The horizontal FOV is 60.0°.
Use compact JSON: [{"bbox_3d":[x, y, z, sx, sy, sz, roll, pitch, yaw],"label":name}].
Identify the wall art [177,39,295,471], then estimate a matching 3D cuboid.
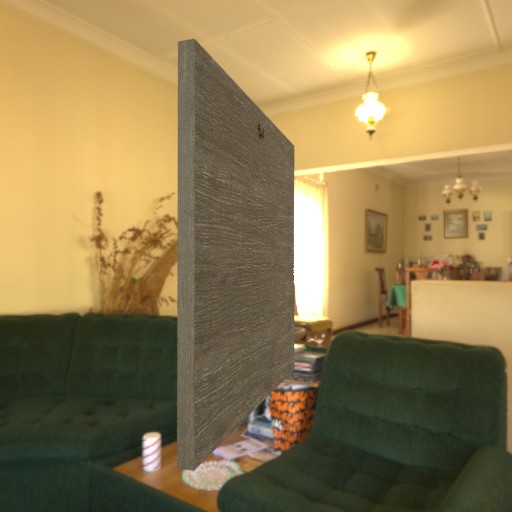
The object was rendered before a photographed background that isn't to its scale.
[{"bbox_3d":[0.000,0.000,0.692,0.027,0.459,0.462,0,-1,18],"label":"wall art"}]
